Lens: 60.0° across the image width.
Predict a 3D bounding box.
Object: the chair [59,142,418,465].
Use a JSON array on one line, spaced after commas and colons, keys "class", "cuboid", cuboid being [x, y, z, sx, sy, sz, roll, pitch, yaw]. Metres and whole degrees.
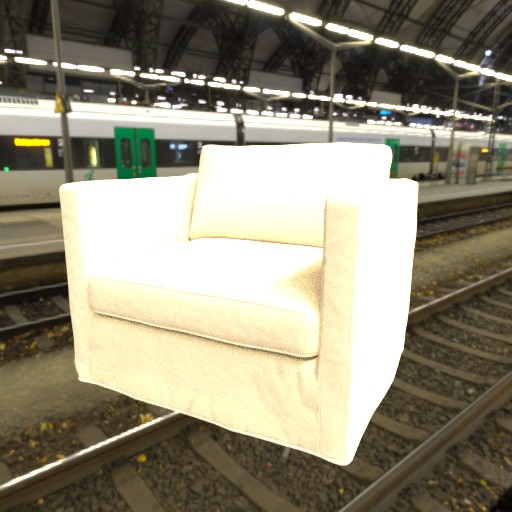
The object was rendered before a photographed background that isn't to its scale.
[{"class": "chair", "cuboid": [0.000, 0.000, 1.701, 1.057, 0.851, 0.947, 7, 14, 27]}]
